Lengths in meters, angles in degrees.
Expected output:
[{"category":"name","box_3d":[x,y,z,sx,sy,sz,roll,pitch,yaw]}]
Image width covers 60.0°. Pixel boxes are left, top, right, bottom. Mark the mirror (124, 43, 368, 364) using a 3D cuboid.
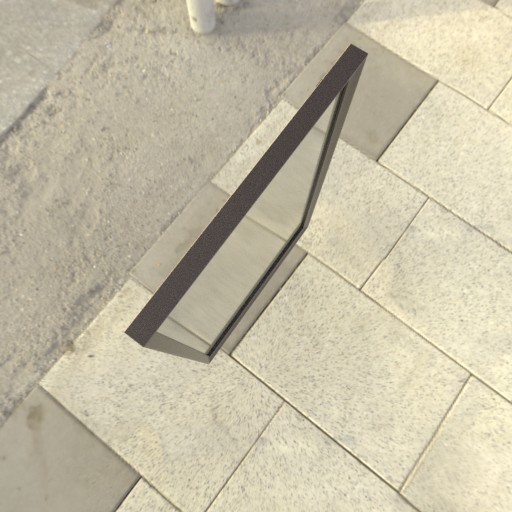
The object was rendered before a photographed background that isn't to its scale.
[{"category":"mirror","box_3d":[0.000,0.000,1.141,0.041,0.915,0.609,35,77,9]}]
